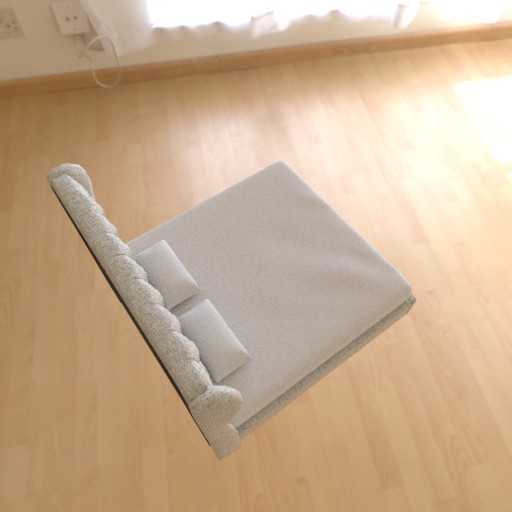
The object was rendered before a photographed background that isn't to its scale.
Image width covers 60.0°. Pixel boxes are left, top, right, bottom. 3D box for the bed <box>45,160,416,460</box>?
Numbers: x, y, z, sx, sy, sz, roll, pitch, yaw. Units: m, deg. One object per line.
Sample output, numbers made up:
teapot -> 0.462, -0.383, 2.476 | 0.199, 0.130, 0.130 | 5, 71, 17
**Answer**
bed -> 0.000, 0.000, 3.910 | 2.347, 1.771, 2.219 | -32, 63, -18
